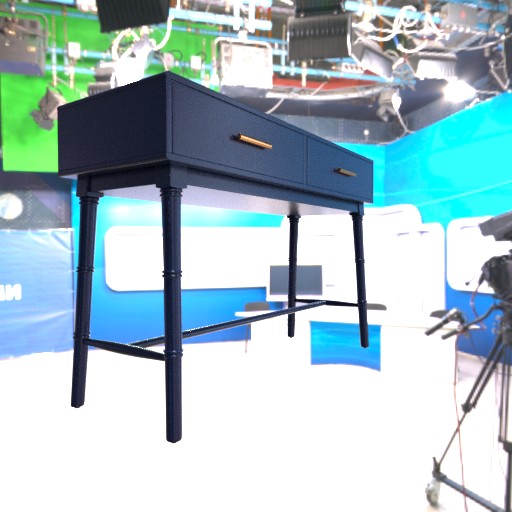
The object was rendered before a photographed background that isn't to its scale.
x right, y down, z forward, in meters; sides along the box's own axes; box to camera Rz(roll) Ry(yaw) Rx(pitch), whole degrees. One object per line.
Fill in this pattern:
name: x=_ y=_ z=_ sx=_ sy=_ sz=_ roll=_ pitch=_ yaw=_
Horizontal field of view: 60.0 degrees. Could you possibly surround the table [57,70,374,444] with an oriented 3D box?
table: x=0.000 y=0.000 z=1.428 sx=0.399 sy=0.749 sz=1.118 roll=1 pitch=1 yaw=35
